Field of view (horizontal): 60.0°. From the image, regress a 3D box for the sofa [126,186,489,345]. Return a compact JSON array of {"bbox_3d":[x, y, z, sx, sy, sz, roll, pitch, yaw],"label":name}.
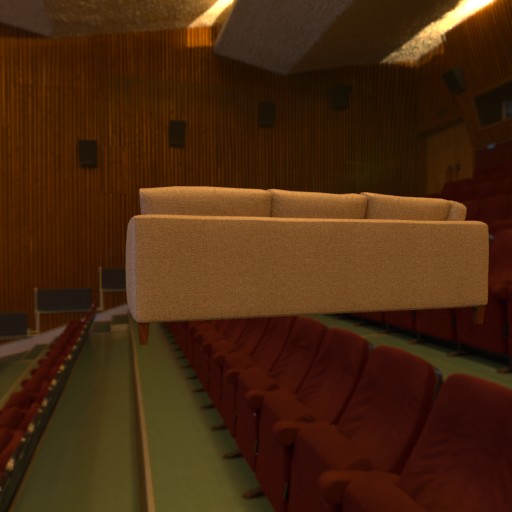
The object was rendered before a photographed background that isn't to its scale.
[{"bbox_3d":[0.000,0.000,4.534,2.594,0.961,3.460,0,1,-17],"label":"sofa"}]
